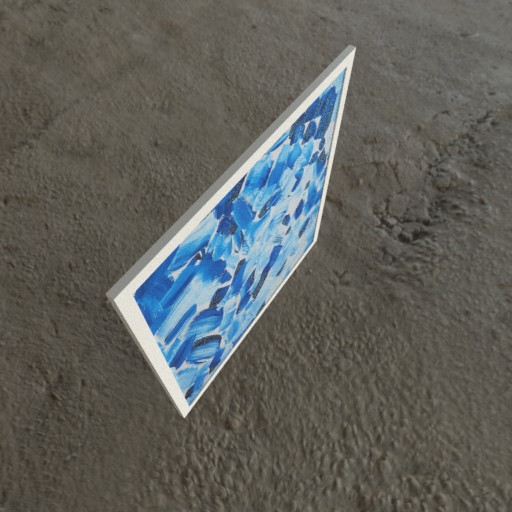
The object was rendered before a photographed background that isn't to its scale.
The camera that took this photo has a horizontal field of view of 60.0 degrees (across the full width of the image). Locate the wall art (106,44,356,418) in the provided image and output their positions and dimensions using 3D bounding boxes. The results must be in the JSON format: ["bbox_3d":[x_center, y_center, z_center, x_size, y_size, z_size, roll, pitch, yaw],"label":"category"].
[{"bbox_3d":[0.000,0.000,0.990,0.015,0.660,0.660,30,62,18],"label":"wall art"}]
